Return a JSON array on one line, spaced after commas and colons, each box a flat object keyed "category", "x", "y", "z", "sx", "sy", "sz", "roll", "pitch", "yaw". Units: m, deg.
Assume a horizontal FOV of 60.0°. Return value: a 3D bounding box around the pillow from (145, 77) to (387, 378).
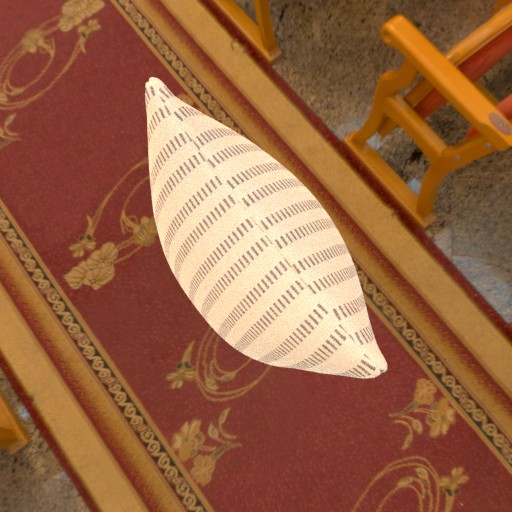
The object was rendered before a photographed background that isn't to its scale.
[{"category": "pillow", "x": 0.000, "y": 0.000, "z": 0.694, "sx": 0.247, "sy": 0.419, "sz": 0.438, "roll": -37, "pitch": 80, "yaw": -8}]
